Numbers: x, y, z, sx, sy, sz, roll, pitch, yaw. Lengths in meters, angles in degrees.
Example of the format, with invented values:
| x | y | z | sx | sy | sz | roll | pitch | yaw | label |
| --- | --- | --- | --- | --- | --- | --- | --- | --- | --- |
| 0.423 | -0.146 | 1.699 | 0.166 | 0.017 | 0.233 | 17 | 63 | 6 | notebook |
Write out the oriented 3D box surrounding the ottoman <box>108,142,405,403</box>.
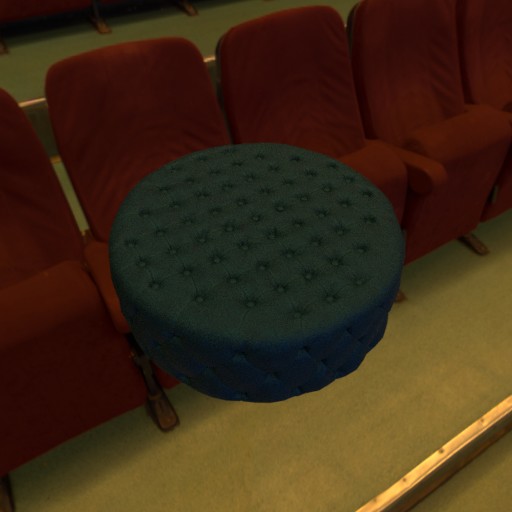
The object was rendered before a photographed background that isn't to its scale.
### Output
| x | y | z | sx | sy | sz | roll | pitch | yaw | label |
| --- | --- | --- | --- | --- | --- | --- | --- | --- | --- |
| 0.000 | 0.000 | 1.592 | 0.998 | 0.398 | 0.998 | 0 | 46 | 0 | ottoman |
